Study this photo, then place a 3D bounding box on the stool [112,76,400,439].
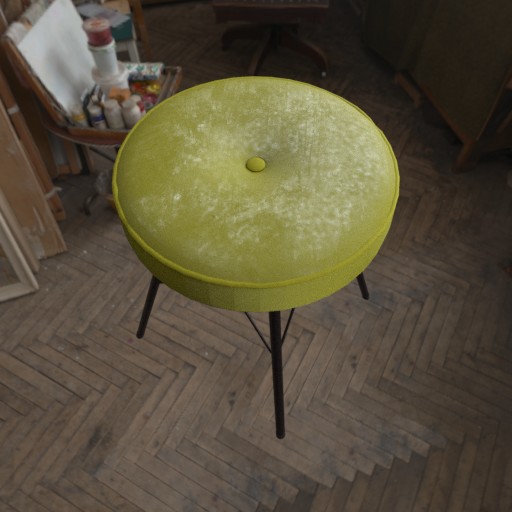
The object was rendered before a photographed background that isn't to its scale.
[{"bbox_3d":[0.000,0.000,0.832,0.409,0.508,0.409,30,61,18],"label":"stool"}]
